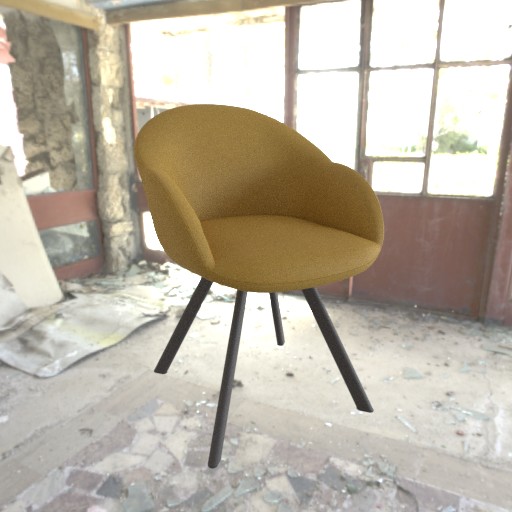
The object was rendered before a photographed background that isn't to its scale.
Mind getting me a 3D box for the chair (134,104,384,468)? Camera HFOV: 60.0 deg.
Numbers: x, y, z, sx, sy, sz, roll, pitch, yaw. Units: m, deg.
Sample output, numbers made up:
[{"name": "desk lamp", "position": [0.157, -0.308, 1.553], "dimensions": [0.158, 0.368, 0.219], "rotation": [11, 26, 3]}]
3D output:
[{"name": "chair", "position": [0.000, 0.000, 1.166], "dimensions": [0.551, 0.793, 0.583], "rotation": [-8, 17, -26]}]
